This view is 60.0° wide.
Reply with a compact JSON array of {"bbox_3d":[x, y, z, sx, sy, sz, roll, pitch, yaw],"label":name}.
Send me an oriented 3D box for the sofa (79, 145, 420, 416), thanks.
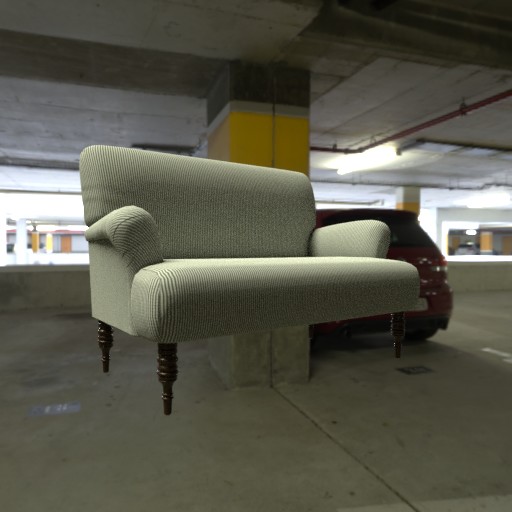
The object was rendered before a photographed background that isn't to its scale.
[{"bbox_3d":[0.000,0.000,1.823,1.297,0.889,0.779,-1,1,-37],"label":"sofa"}]
